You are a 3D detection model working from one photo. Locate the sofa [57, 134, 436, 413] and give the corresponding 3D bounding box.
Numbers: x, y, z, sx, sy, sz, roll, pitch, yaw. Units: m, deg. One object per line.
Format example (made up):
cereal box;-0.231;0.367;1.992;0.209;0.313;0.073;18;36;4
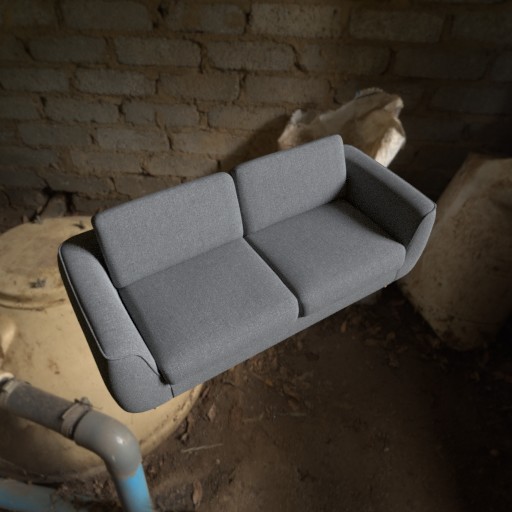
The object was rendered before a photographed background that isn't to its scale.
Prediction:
sofa;0.000;0.000;2.544;2.000;0.870;0.920;-23;49;-22
